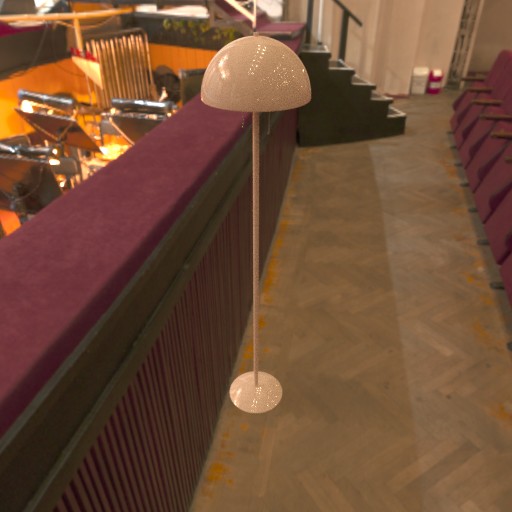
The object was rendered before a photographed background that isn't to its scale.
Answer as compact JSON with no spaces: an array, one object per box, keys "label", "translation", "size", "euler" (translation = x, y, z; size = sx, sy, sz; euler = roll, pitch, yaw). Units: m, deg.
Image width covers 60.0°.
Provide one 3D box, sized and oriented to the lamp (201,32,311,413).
[{"label":"lamp","translation":[0.000,0.000,1.635],"size":[0.328,1.480,0.328],"euler":[9,34,13]}]
